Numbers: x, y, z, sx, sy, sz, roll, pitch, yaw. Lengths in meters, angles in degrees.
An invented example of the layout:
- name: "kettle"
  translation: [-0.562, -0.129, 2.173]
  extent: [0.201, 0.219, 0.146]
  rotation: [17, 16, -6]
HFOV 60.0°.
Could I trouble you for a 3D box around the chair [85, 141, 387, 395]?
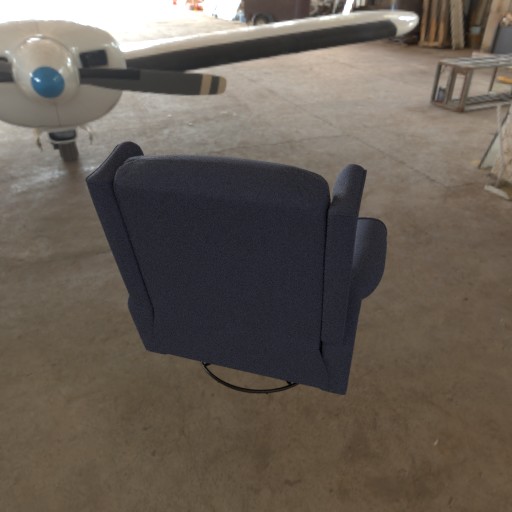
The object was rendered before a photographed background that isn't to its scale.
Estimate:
- name: "chair"
  translation: [0.000, 0.000, 1.727]
  extent: [0.971, 1.020, 0.877]
  rotation: [9, 33, 14]
